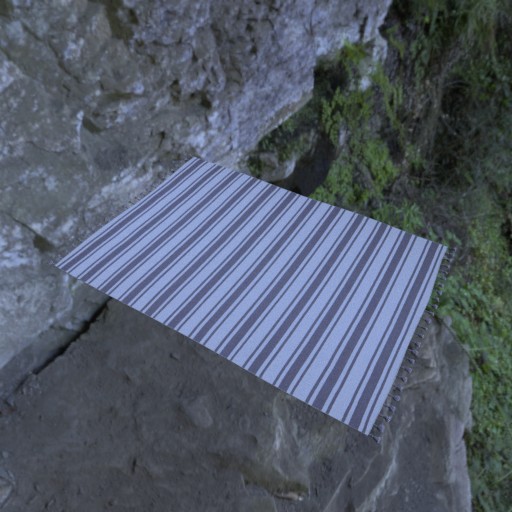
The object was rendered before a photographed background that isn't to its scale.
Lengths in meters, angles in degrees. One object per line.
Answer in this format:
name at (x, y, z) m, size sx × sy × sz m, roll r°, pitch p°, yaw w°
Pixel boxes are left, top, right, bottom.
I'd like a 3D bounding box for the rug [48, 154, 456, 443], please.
rug at (0.000, 0.000, 3.903) m, size 3.040 × 0.017 × 2.030 m, roll 23°, pitch 49°, yaw 22°
